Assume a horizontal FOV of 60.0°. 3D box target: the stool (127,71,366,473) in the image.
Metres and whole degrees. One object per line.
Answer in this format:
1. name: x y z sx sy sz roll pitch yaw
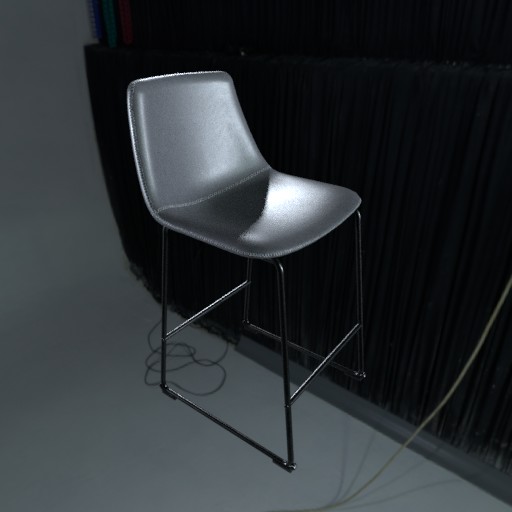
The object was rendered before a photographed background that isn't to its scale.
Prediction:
1. stool: 0.000 0.000 1.182 0.546 0.876 0.470 19 33 32
